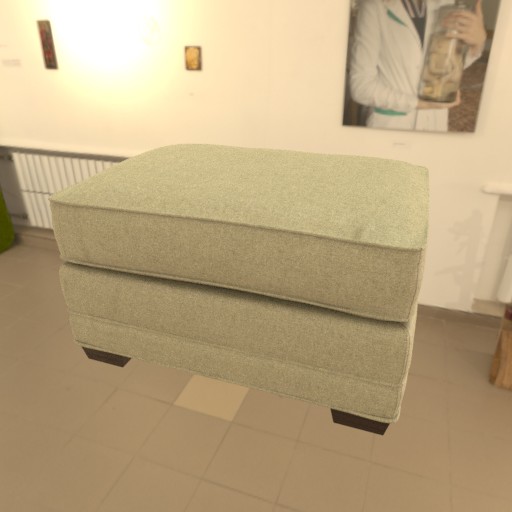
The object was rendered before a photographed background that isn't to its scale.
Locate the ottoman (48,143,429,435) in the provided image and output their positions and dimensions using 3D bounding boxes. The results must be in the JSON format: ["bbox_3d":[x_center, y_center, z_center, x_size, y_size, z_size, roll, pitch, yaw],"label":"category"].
[{"bbox_3d":[0.000,0.000,1.207,0.848,0.508,0.611,9,28,17],"label":"ottoman"}]
